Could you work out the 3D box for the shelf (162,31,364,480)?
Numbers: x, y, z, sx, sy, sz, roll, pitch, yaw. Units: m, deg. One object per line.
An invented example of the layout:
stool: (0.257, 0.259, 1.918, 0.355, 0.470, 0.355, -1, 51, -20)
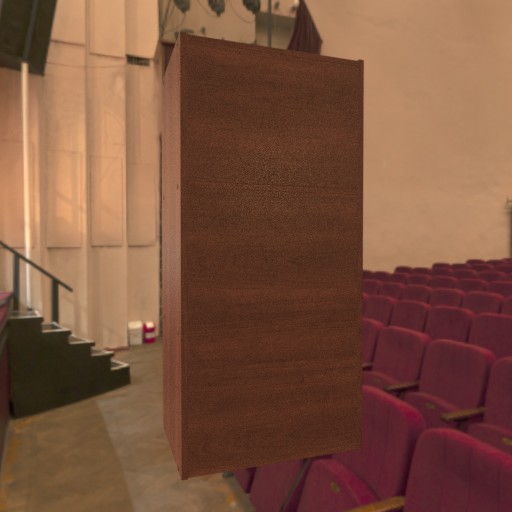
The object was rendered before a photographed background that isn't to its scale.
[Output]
shelf: (0.000, 0.000, 1.070, 0.414, 0.879, 0.290, 0, 1, -19)
